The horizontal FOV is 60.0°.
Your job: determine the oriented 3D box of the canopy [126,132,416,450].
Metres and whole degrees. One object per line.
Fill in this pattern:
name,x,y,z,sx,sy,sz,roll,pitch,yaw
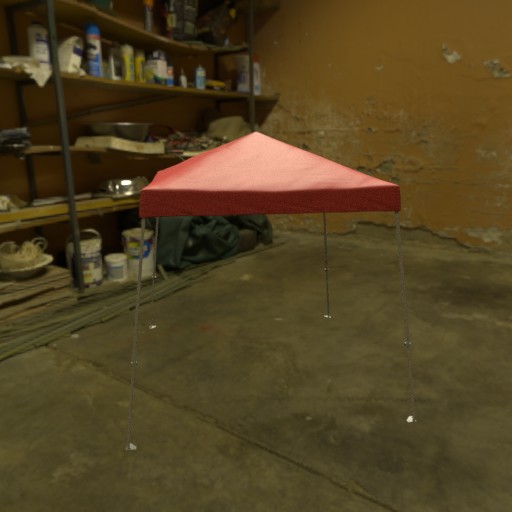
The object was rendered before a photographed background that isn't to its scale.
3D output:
canopy,0.000,0.000,5.282,2.848,2.849,2.849,-2,15,-8
